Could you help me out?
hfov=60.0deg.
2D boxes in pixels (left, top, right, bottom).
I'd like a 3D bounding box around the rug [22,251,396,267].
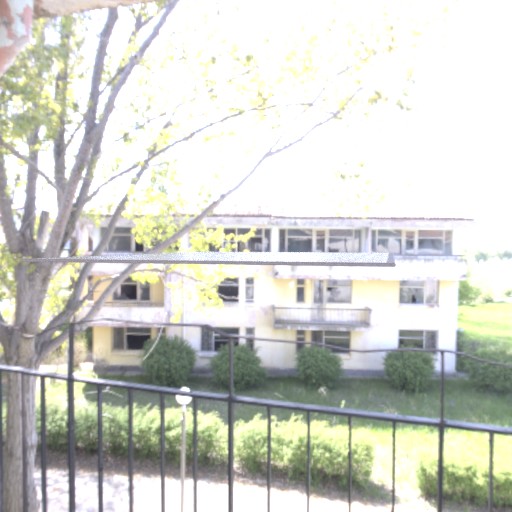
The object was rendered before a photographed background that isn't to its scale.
[{"bbox_3d":[0.000,0.000,4.092,2.434,0.032,3.007,0,2,17],"label":"rug"}]
